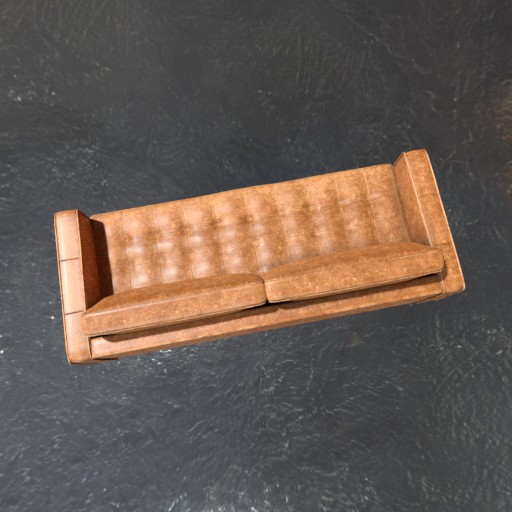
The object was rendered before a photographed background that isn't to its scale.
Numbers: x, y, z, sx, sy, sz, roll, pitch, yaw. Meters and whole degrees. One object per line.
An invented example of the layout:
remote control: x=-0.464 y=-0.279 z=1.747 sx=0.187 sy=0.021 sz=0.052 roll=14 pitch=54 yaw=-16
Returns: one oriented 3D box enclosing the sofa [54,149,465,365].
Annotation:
sofa: x=0.000 y=0.000 z=2.641 sx=2.199 sy=0.779 sz=0.886 roll=-10 pitch=77 yaw=-2
